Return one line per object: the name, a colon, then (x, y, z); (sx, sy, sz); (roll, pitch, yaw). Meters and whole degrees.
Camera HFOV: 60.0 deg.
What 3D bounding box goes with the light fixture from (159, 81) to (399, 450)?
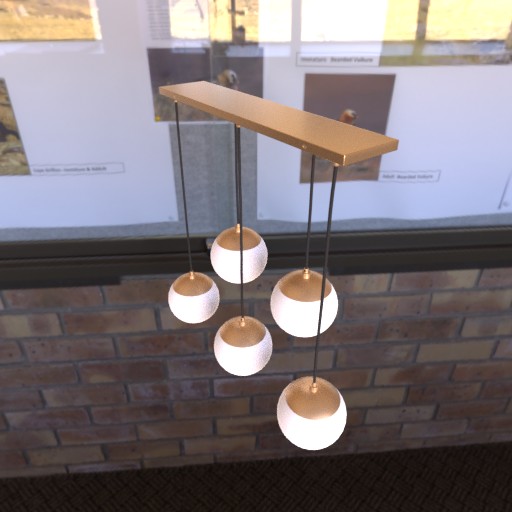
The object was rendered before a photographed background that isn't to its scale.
light fixture: (0.000, 0.000, 1.337); (0.299, 0.869, 0.863); (-21, 38, -30)
